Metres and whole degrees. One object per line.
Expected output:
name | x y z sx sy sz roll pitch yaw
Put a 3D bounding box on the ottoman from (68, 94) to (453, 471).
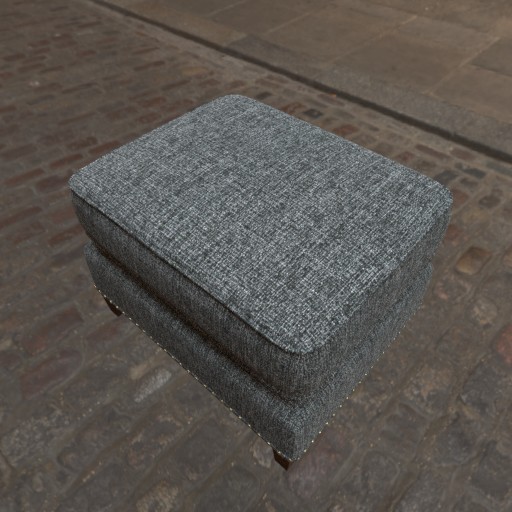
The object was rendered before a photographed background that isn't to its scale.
ottoman | 0.000 0.000 1.133 0.738 0.537 0.589 33 55 27
